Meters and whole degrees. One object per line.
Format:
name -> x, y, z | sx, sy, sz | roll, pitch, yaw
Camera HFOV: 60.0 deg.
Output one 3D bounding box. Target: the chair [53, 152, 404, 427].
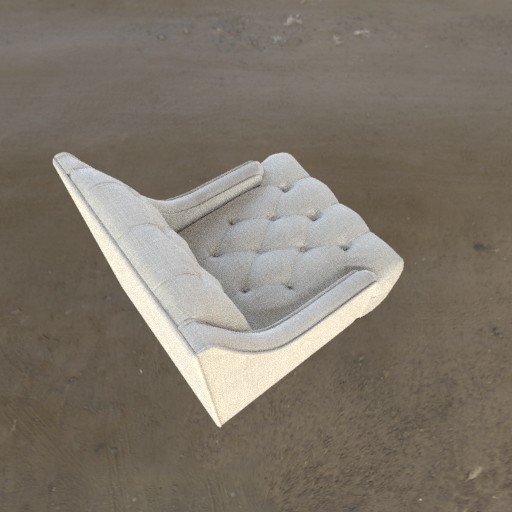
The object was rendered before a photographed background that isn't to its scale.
chair -> 0.000, 0.000, 1.428 | 0.772, 0.891, 0.658 | -33, 64, -18
